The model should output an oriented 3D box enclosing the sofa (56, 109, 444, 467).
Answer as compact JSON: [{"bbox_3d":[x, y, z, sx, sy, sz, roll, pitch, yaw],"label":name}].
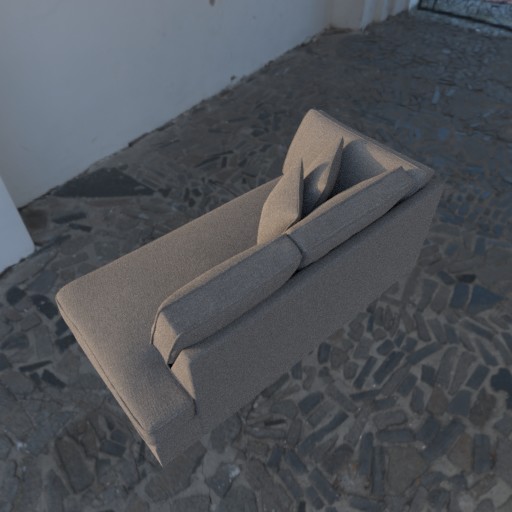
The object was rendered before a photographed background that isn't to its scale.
[{"bbox_3d":[0.000,0.000,2.779,2.237,1.033,1.110,-32,53,-27],"label":"sofa"}]
